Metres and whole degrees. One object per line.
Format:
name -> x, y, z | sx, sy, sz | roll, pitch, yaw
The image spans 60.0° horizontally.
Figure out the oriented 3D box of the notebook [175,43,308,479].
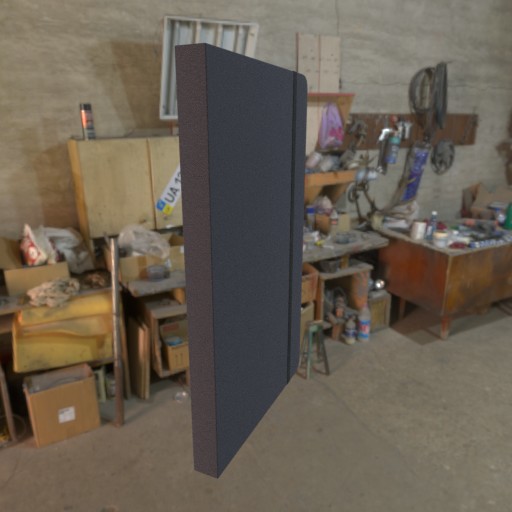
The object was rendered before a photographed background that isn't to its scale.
notebook -> 0.000, 0.000, 0.265 | 0.016, 0.213, 0.127 | 7, 18, 24
